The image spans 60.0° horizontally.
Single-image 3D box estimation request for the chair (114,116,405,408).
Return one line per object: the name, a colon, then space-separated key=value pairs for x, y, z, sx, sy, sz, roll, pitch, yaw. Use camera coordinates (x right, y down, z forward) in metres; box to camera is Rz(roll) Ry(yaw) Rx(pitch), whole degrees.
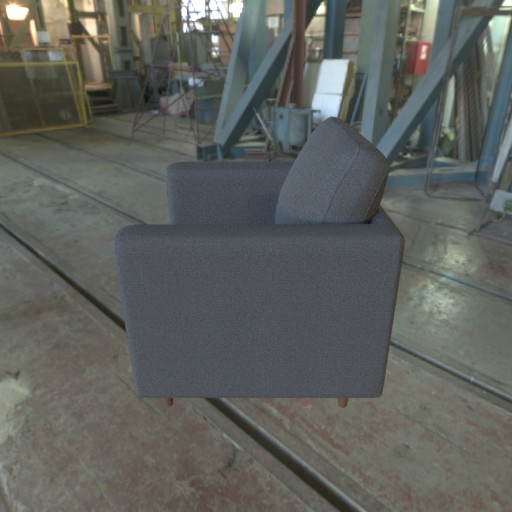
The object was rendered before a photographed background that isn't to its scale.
chair: x=0.000 y=0.000 z=1.621 sx=0.800 sy=0.927 sz=0.854 roll=0 pitch=26 yaw=0
